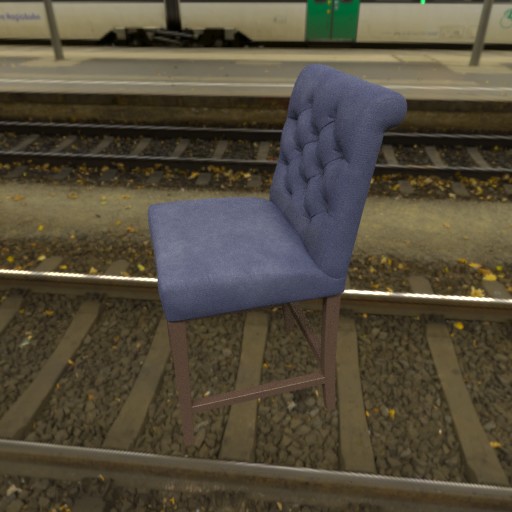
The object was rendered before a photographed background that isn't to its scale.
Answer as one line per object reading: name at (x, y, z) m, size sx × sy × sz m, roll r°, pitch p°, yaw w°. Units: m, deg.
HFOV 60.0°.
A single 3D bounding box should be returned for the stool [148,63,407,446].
stool at (0.000, 0.000, 1.344) m, size 0.601 × 1.010 × 0.493 m, roll -8°, pitch 32°, yaw -13°
